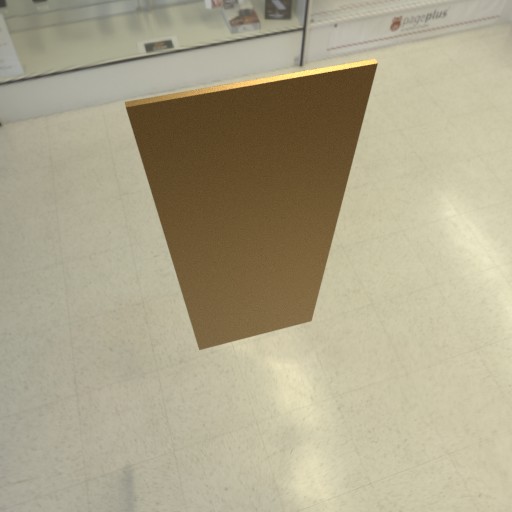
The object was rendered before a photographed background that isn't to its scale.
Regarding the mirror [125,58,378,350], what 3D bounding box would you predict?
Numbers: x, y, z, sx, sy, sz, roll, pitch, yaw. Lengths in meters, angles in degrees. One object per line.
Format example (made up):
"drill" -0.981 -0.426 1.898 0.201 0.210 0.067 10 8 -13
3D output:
"mirror" 0.000 0.000 2.242 0.812 2.031 0.025 -13 59 -8
